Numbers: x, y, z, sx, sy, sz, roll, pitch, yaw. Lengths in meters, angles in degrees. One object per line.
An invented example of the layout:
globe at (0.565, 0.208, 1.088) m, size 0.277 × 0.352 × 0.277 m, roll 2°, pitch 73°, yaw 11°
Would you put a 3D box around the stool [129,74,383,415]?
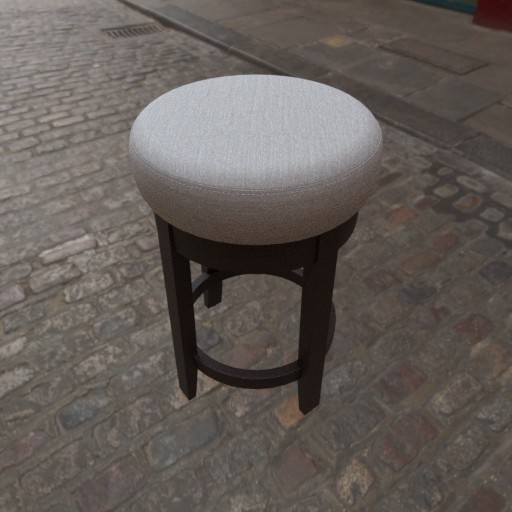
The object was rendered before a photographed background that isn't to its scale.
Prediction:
stool at (0.000, 0.000, 0.968) m, size 0.443 × 0.672 × 0.443 m, roll 0°, pitch 41°, yaw 0°
